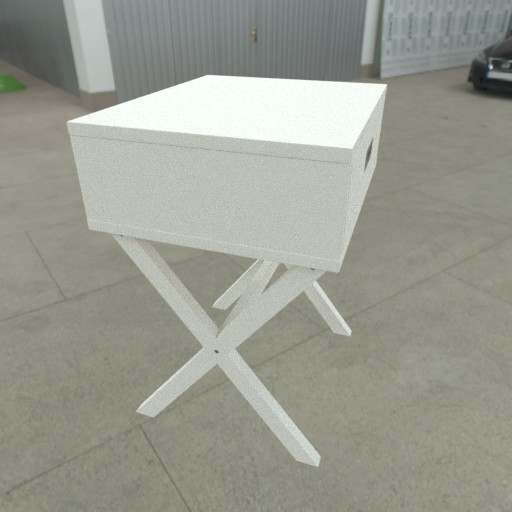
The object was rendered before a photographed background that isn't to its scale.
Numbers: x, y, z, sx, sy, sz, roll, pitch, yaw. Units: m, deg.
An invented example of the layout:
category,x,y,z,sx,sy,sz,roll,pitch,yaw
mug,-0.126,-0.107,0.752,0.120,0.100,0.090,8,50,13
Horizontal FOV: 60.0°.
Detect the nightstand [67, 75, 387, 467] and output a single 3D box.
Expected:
category,x,y,z,sx,sy,sz,roll,pitch,yaw
nightstand,0.000,0.000,0.920,0.402,0.623,0.479,10,31,16
